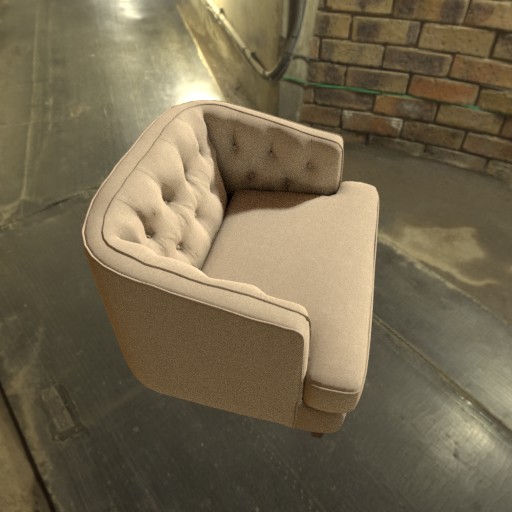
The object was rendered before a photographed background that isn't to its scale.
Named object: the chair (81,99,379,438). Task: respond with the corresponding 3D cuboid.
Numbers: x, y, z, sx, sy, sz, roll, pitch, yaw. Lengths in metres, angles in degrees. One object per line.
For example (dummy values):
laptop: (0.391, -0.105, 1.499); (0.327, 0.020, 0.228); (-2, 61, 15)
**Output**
chair: (0.000, 0.000, 1.781); (0.941, 0.852, 1.104); (10, 46, 10)
